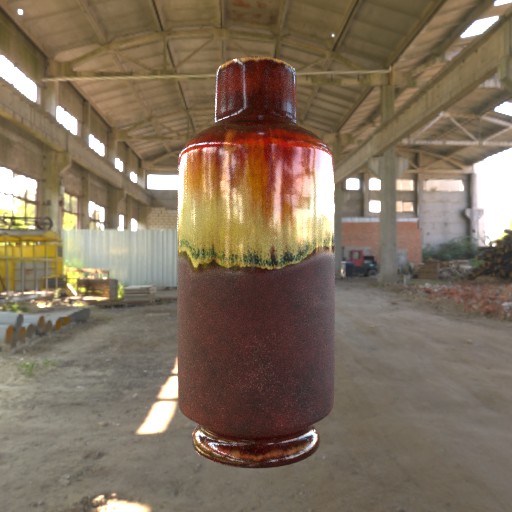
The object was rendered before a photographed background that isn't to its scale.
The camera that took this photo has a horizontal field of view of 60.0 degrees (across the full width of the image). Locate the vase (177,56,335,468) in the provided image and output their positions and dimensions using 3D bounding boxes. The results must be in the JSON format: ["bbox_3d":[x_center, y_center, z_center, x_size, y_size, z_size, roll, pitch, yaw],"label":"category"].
[{"bbox_3d":[0.000,0.000,0.317,0.111,0.261,0.111,0,-1,0],"label":"vase"}]
